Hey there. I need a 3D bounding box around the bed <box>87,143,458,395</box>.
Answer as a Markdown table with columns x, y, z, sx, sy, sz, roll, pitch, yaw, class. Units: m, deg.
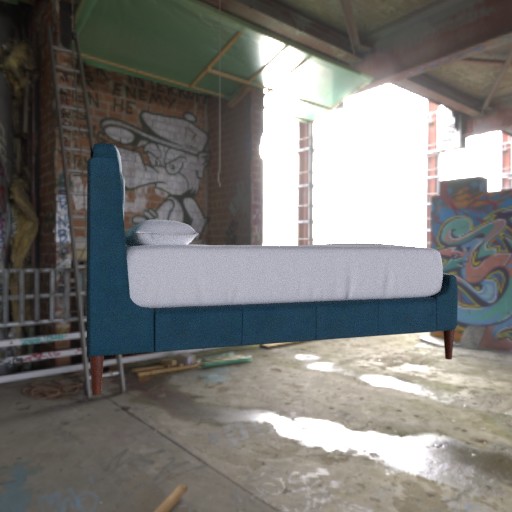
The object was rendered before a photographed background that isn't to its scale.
| x | y | z | sx | sy | sz | roll | pitch | yaw | class |
| --- | --- | --- | --- | --- | --- | --- | --- | --- | --- |
| 0.000 | 0.000 | 3.306 | 2.322 | 1.351 | 1.676 | 0 | 0 | -19 | bed |
